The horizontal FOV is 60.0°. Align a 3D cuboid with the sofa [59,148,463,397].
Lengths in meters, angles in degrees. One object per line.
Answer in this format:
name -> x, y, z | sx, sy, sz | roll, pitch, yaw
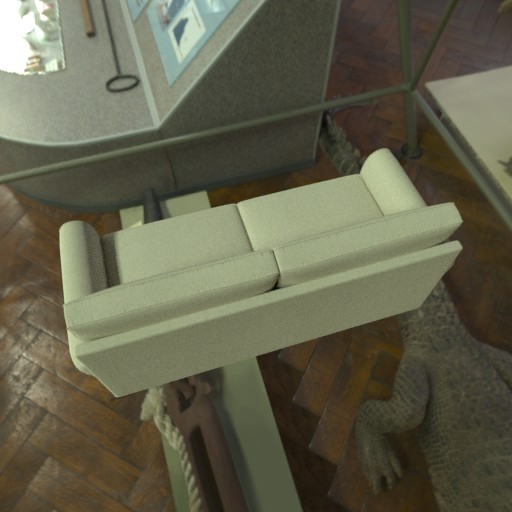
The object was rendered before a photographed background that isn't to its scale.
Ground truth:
sofa -> 0.000, 0.000, 2.621 | 2.146, 0.962, 0.901 | -15, 59, -9
